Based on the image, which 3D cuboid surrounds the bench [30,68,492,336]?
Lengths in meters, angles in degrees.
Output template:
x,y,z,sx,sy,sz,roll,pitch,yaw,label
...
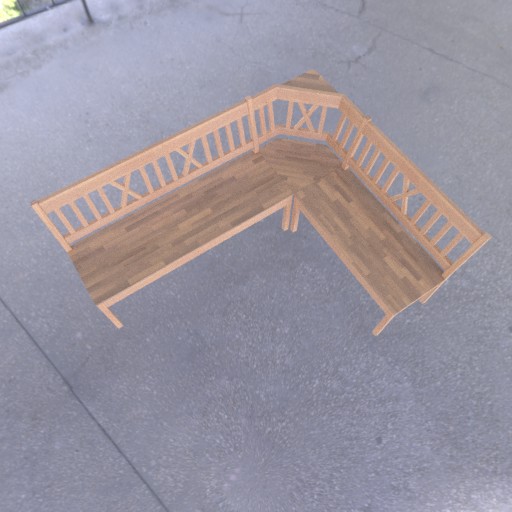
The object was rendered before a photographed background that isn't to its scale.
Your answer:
x,y,z,sx,sy,sz,roll,pitch,yaw,label
0.000,0.000,2.761,1.937,0.902,1.537,-31,68,-14,bench
